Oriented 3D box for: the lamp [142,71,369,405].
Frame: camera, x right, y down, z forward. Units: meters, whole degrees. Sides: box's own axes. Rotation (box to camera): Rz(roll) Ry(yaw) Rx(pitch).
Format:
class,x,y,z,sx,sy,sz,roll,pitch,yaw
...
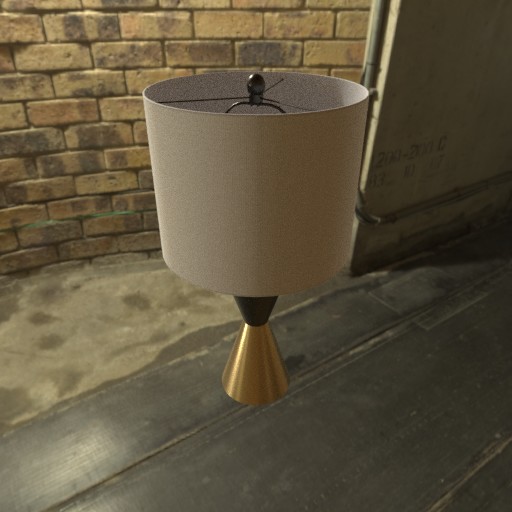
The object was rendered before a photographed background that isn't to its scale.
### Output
class,x,y,z,sx,sy,sz,roll,pitch,yaw
lamp,0.000,0.000,0.744,0.304,0.573,0.304,9,32,15
